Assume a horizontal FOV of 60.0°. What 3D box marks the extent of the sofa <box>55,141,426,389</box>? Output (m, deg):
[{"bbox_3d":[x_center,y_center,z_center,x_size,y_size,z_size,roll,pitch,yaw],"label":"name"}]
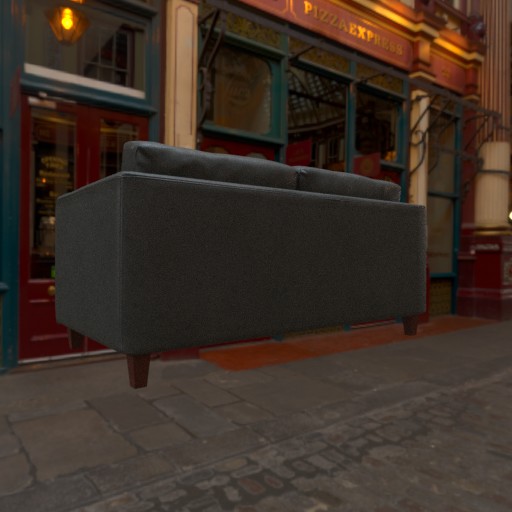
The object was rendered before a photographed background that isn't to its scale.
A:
[{"bbox_3d":[0.000,0.000,2.436,1.883,0.933,0.951,0,0,-37],"label":"sofa"}]
